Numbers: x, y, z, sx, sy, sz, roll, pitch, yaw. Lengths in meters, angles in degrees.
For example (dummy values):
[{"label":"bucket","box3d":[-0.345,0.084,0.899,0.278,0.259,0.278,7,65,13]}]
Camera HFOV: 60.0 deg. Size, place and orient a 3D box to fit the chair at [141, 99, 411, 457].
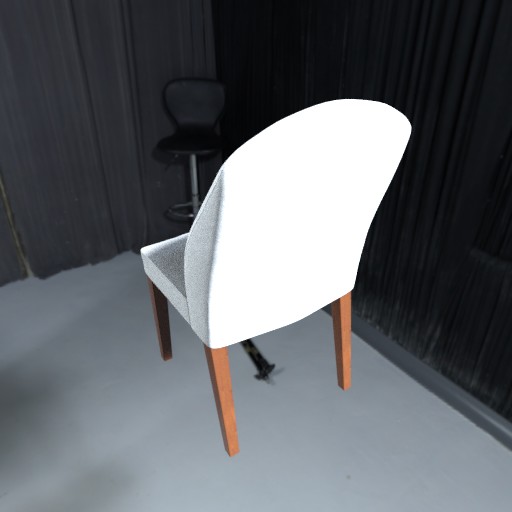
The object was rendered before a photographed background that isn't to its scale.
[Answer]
[{"label":"chair","box3d":[0.000,0.000,1.202,0.472,0.893,0.540,-19,35,-29]}]
